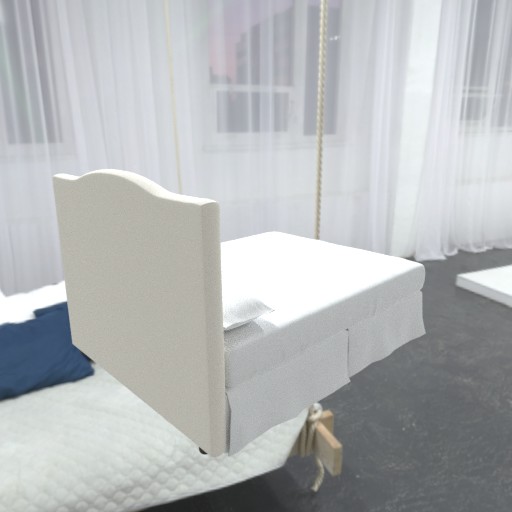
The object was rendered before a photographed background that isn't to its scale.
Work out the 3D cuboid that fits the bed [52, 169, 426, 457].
[{"bbox_3d":[0.000,0.000,3.403,2.282,1.436,1.821,-15,22,-42],"label":"bed"}]
